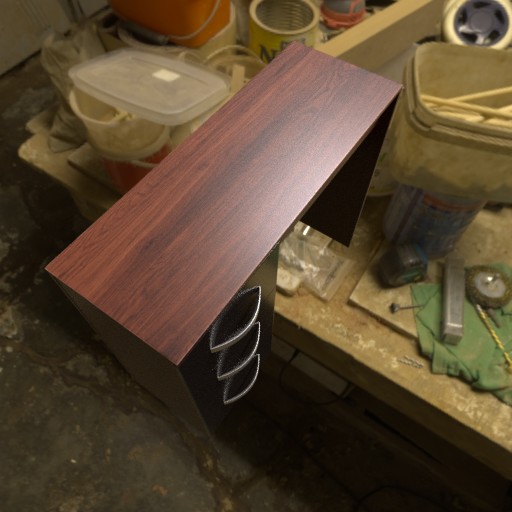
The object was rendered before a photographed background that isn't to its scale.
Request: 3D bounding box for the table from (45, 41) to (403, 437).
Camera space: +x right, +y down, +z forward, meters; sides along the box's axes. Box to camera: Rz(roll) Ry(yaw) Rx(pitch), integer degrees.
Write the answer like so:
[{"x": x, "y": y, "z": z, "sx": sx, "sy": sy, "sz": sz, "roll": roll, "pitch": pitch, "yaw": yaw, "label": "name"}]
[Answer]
[{"x": 0.000, "y": 0.000, "z": 1.361, "sx": 0.380, "sy": 0.790, "sz": 0.930, "roll": 31, "pitch": 63, "yaw": 17, "label": "table"}]
